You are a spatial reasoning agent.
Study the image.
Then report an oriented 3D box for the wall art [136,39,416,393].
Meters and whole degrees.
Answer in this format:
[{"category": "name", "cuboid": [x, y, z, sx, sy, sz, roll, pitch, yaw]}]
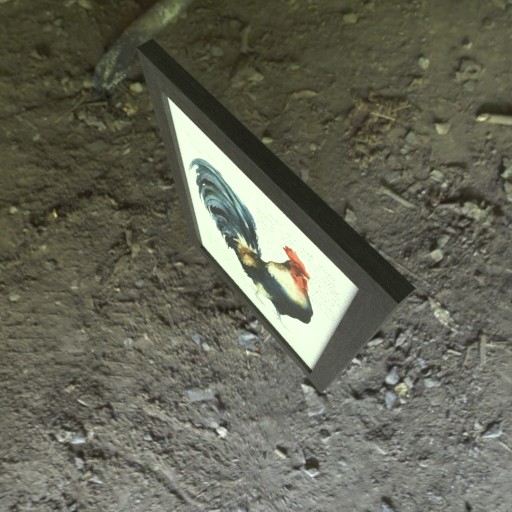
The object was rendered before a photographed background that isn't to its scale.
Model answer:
[{"category": "wall art", "cuboid": [0.000, 0.000, 0.789, 0.027, 0.580, 0.479, -37, 70, -16]}]
